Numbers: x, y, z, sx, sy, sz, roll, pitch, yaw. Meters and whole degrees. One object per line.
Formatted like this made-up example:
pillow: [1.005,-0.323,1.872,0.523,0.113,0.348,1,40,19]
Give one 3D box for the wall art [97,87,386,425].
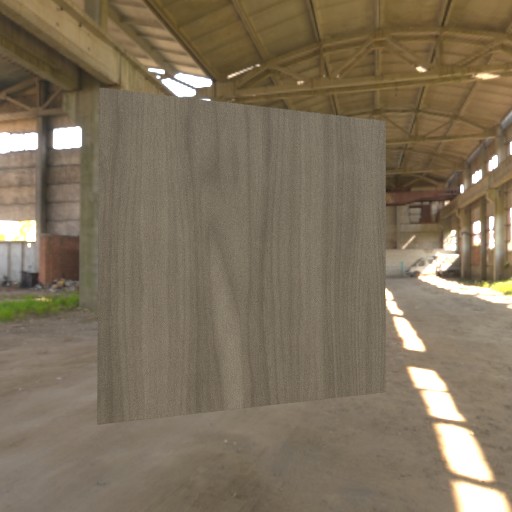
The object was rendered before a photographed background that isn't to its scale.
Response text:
wall art: [0.000,0.000,0.755,0.508,0.507,0.016,0,0,-19]
